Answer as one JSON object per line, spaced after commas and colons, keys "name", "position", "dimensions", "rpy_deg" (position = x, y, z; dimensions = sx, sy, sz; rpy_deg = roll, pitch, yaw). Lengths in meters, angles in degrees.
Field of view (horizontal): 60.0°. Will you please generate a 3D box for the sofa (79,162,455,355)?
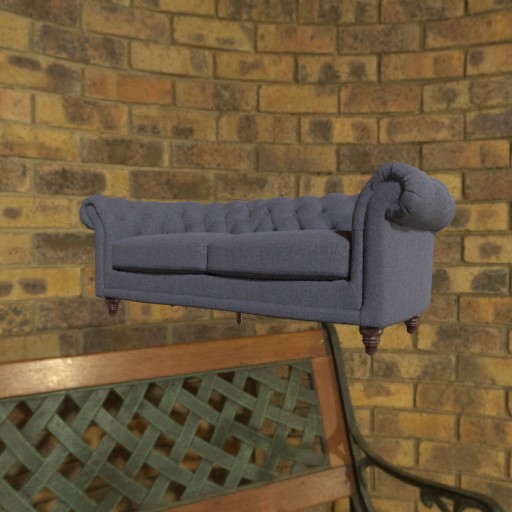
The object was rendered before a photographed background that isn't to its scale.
{"name": "sofa", "position": [0.000, 0.000, 2.822], "dimensions": [2.335, 0.836, 1.046], "rpy_deg": [1, 2, 36]}
